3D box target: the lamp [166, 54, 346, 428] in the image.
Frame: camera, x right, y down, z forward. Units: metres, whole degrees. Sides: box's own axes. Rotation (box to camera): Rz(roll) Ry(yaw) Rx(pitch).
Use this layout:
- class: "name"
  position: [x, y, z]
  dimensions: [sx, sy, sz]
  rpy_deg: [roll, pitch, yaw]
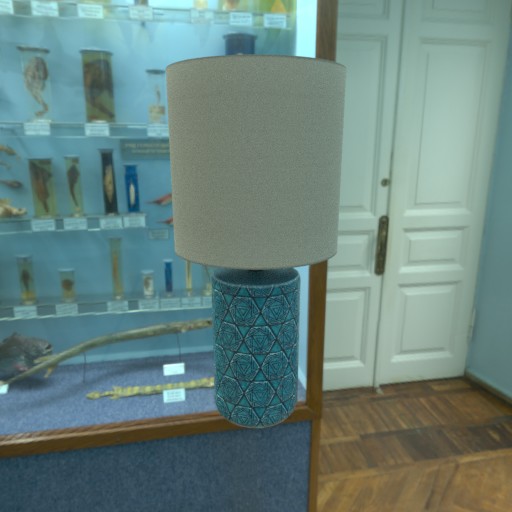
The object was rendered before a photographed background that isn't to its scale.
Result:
- class: "lamp"
  position: [0.000, 0.000, 0.769]
  dimensions: [0.278, 0.597, 0.278]
  rpy_deg: [-2, 15, -8]
